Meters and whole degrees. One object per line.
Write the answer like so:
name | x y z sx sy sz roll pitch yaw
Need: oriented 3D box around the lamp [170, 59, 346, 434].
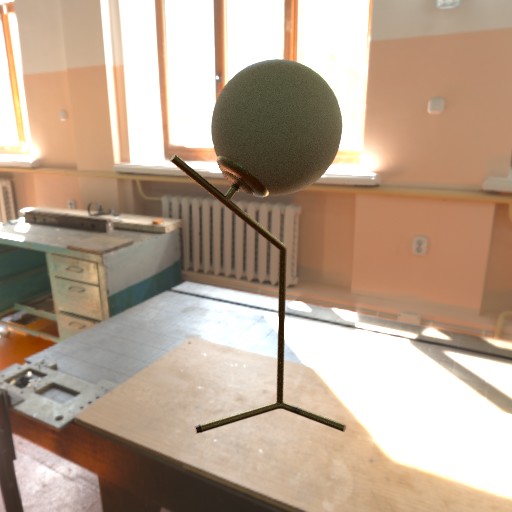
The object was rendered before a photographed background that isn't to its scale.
lamp | 0.000 0.000 0.669 0.251 0.552 0.210 -8 17 -26
